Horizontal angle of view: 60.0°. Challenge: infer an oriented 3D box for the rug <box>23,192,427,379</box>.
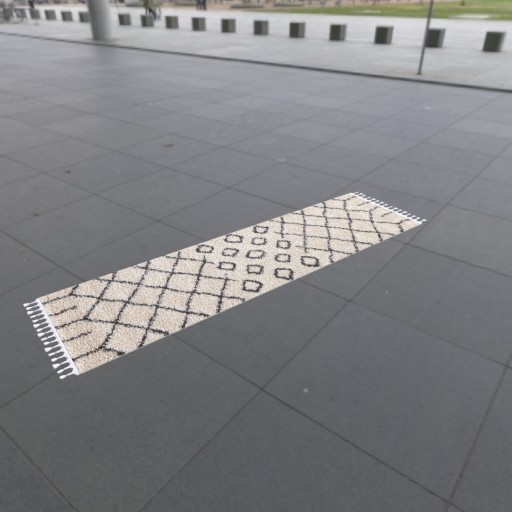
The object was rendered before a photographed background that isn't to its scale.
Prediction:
[{"bbox_3d":[0.000,0.000,2.652,2.464,0.005,0.660,-21,37,-31],"label":"rug"}]
